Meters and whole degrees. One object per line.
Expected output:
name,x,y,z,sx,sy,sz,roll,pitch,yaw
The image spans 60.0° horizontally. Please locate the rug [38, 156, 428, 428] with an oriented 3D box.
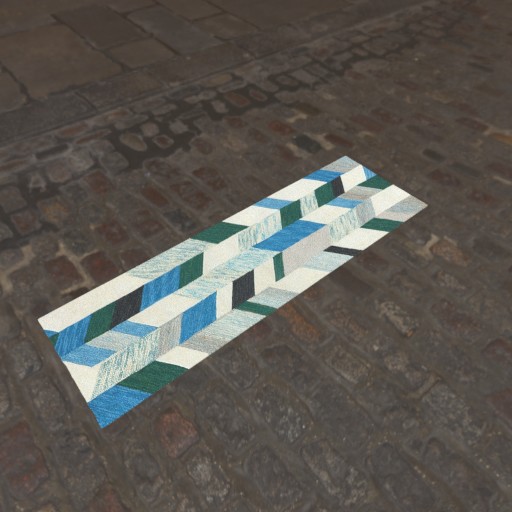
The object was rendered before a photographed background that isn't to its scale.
rug,0.000,0.000,2.730,2.437,0.008,0.774,-31,54,-25
